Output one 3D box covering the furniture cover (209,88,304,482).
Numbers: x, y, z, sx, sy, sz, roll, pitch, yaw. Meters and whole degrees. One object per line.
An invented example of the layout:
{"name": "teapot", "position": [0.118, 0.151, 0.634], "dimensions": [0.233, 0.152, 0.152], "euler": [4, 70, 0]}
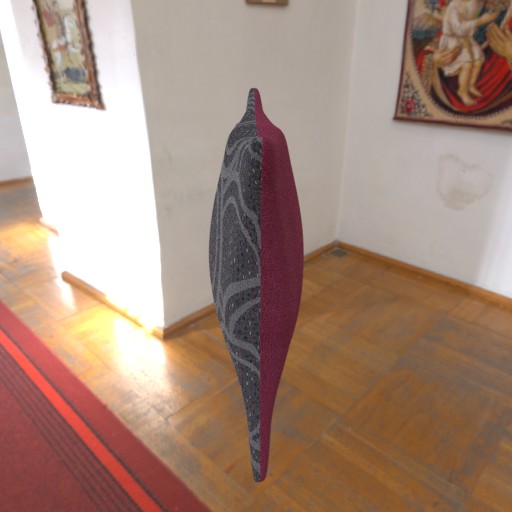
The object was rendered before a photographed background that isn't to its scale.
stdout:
{"name": "furniture cover", "position": [0.000, 0.000, 0.782], "dimensions": [0.163, 0.513, 0.514], "euler": [-1, 26, -1]}
